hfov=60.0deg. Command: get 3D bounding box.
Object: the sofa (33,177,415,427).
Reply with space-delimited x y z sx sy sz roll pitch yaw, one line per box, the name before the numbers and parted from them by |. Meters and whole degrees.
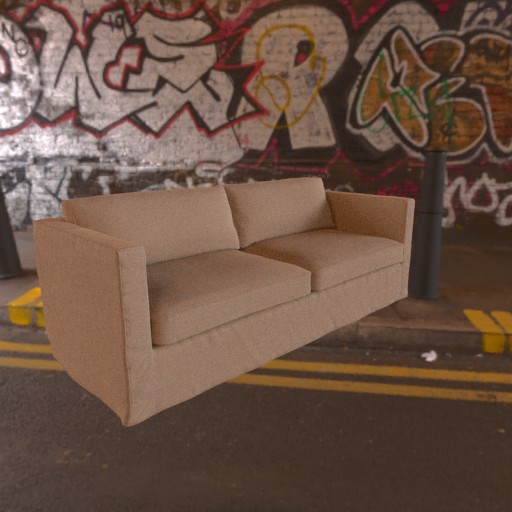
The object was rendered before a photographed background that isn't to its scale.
sofa | 0.000 0.000 2.736 2.296 0.847 0.956 -13 19 -42
